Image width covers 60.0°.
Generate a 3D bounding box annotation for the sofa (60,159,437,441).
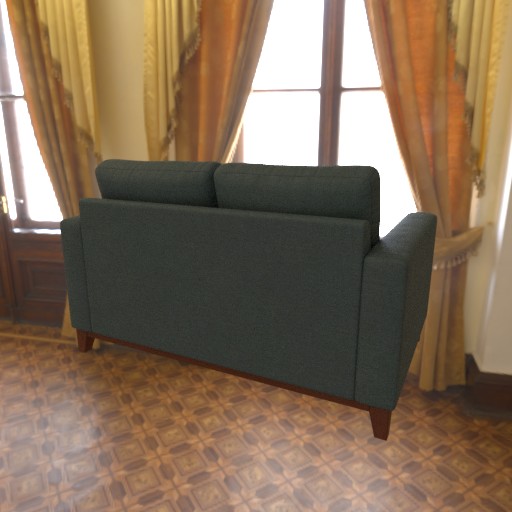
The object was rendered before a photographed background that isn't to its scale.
[{"bbox_3d":[0.000,0.000,2.088,1.489,0.903,0.955,7,17,26],"label":"sofa"}]
